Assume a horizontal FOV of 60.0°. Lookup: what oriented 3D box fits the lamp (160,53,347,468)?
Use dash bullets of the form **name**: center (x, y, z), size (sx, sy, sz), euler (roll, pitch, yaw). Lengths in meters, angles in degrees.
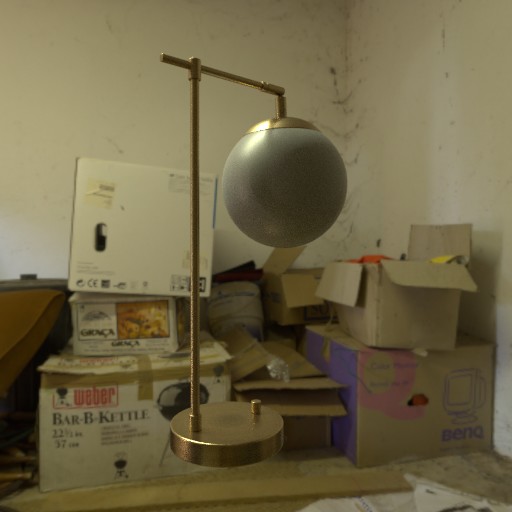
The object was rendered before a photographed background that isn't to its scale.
- **lamp**: center (0.000, 0.000, 0.701), size (0.324, 0.559, 0.207), euler (0, 1, -38)
